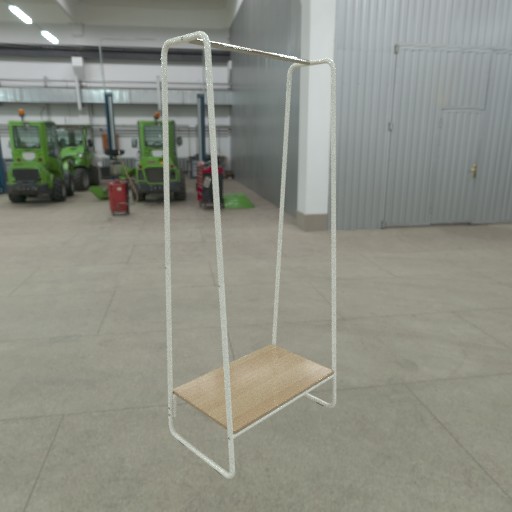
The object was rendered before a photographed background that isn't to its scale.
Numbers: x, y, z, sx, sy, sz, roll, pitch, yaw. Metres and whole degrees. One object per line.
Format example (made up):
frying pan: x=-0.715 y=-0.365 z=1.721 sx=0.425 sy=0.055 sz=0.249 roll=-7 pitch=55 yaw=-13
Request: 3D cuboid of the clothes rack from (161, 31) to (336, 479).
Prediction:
clothes rack: x=0.000 y=0.000 z=1.749 sx=0.640 sy=1.500 sz=0.400 roll=-14 pitch=20 yaw=-43
